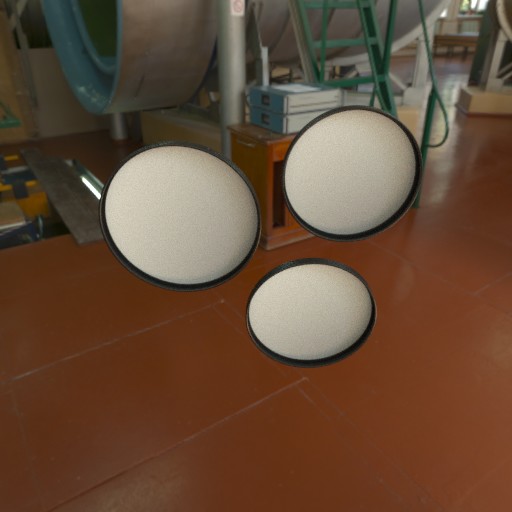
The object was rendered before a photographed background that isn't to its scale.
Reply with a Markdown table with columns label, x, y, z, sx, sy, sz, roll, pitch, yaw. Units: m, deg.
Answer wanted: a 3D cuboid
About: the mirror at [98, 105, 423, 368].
| label | x | y | z | sx | sy | sz | roll | pitch | yaw |
| --- | --- | --- | --- | --- | --- | --- | --- | --- | --- |
| mirror | 0.000 | 0.000 | 3.216 | 2.160 | 2.096 | 0.076 | 0 | 29 | 0 |
